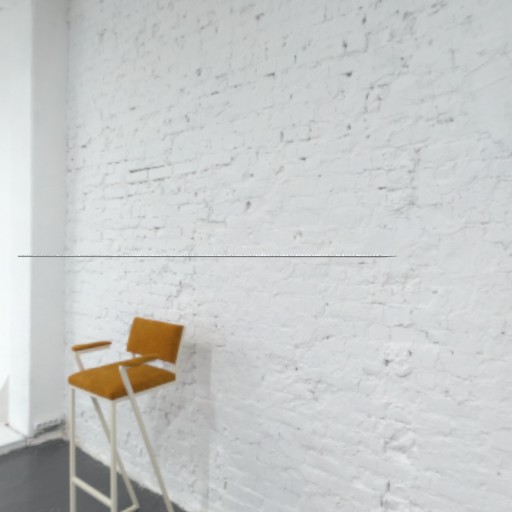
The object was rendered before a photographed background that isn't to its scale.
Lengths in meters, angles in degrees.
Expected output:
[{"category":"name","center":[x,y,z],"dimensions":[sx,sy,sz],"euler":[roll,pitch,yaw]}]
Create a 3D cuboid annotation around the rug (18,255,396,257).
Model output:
[{"category":"rug","center":[0.000,0.000,4.071],"dimensions":[2.438,0.012,3.048],"euler":[0,0,19]}]
